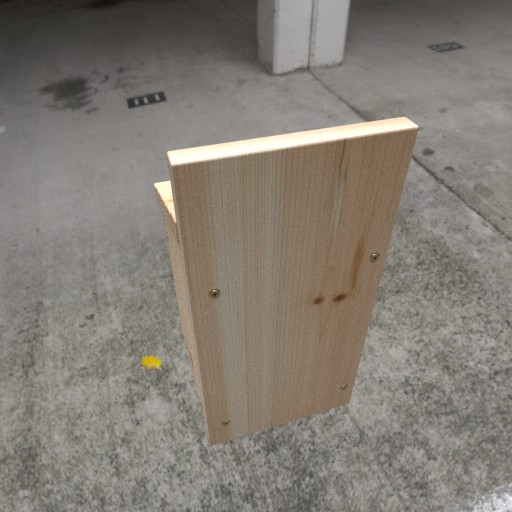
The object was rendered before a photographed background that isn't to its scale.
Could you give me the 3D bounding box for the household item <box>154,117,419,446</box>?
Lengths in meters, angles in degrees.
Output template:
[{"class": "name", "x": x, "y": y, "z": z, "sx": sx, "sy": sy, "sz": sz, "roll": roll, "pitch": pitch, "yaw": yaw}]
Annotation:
[{"class": "household item", "x": 0.000, "y": 0.000, "z": 0.401, "sx": 0.149, "sy": 0.300, "sz": 0.171, "roll": -12, "pitch": 42, "yaw": -14}]
